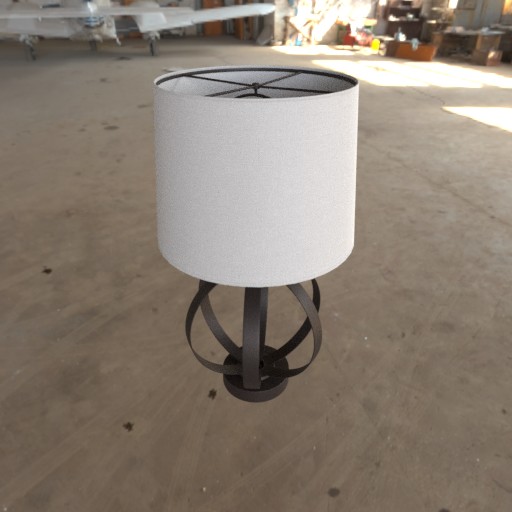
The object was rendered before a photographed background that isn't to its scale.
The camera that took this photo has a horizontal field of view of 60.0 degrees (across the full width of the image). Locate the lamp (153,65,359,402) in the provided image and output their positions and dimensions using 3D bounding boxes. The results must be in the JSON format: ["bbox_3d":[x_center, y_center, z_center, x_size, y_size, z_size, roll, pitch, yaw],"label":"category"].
[{"bbox_3d":[0.000,0.000,0.679,0.286,0.510,0.286,0,30,0],"label":"lamp"}]
